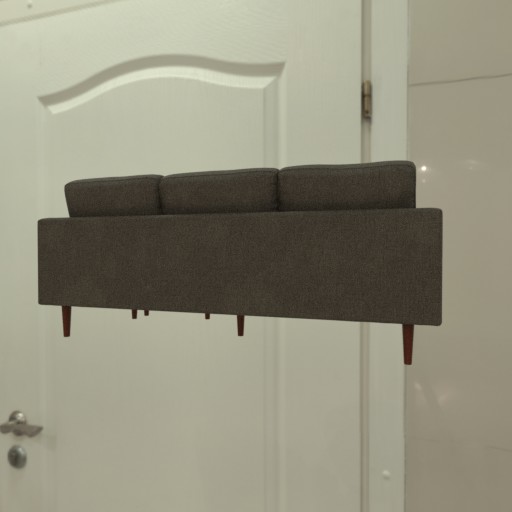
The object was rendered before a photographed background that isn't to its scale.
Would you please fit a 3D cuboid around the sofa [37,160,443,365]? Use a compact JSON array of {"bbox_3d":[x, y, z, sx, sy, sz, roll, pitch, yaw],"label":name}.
[{"bbox_3d":[0.000,0.000,2.965,2.233,0.956,1.504,0,1,19],"label":"sofa"}]
